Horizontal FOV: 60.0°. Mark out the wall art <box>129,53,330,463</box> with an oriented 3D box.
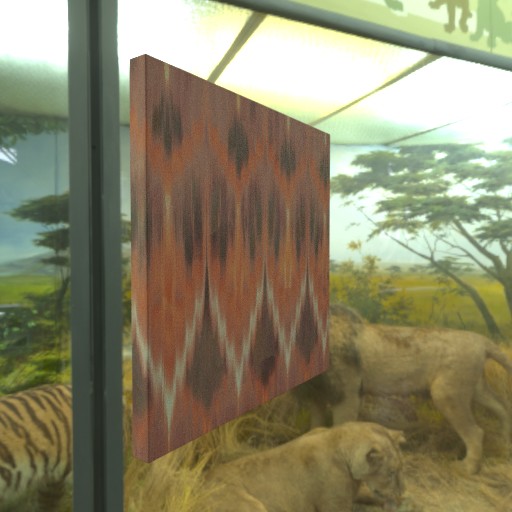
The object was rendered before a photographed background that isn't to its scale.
[{"bbox_3d":[0.000,0.000,0.909,0.037,0.609,0.603,1,2,36],"label":"wall art"}]
